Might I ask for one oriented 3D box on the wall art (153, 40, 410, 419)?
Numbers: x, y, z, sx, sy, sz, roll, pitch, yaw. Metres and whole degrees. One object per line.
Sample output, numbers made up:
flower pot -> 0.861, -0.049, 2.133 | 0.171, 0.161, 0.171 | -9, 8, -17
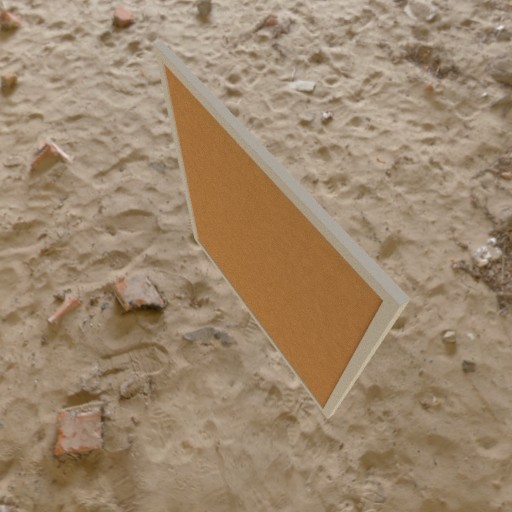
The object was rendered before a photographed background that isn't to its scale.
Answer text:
wall art -> 0.000, 0.000, 0.676 | 0.012, 0.457, 0.457 | -30, 63, -17
